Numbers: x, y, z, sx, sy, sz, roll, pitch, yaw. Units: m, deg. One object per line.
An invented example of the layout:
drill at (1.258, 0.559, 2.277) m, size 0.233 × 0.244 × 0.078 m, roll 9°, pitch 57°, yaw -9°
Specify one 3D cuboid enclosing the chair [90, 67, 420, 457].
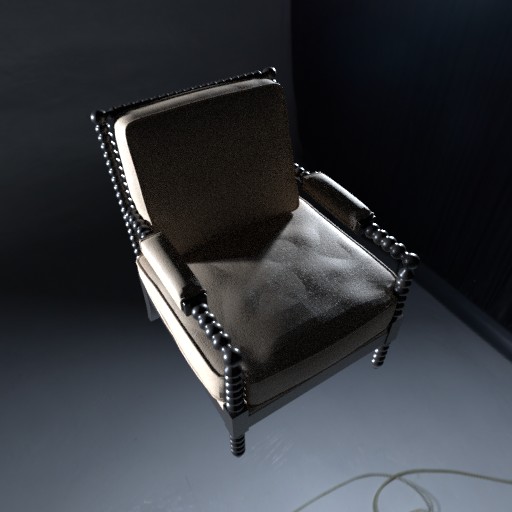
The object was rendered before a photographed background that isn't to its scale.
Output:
chair at (0.000, 0.000, 1.183) m, size 0.555 × 0.703 × 0.657 m, roll -24°, pitch 49°, yaw -23°
